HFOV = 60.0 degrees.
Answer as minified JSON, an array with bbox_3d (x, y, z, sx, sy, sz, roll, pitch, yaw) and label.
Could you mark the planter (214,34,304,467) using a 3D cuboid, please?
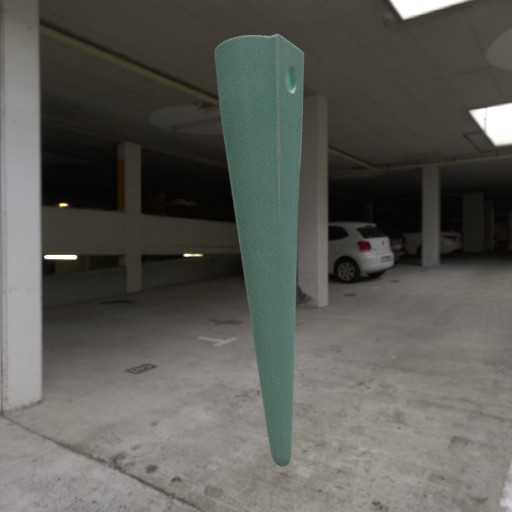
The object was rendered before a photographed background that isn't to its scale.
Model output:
[{"bbox_3d":[0.000,0.000,0.294,0.055,0.268,0.054,0,1,36],"label":"planter"}]
